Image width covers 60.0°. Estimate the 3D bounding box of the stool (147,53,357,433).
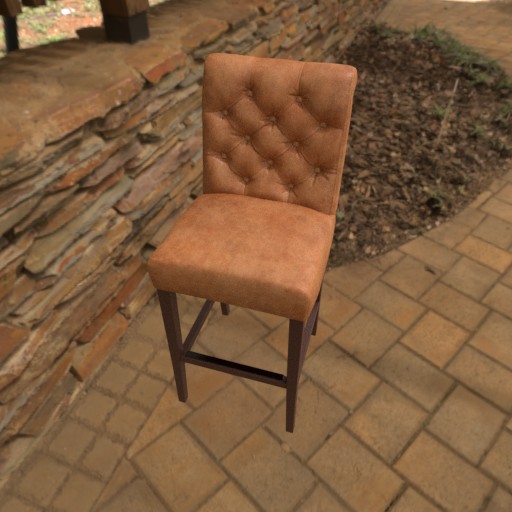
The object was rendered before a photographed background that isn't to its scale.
[{"bbox_3d":[0.000,0.000,1.512,0.493,1.140,0.601,11,42,13],"label":"stool"}]
